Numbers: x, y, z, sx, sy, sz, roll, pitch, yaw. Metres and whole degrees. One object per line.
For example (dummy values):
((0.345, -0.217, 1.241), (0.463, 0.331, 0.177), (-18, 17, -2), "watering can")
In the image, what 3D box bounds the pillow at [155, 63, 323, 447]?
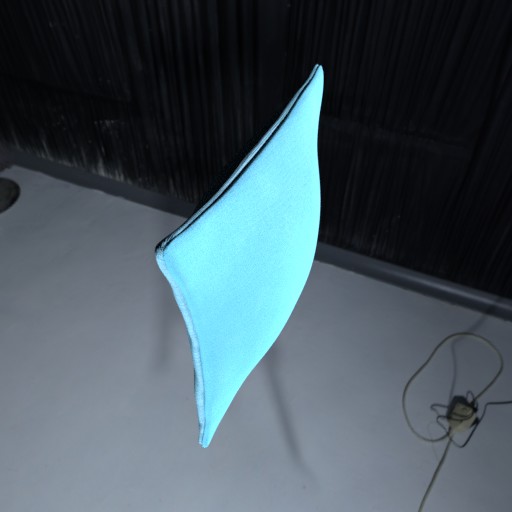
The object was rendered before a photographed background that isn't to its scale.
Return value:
((0.000, 0.000, 0.657), (0.151, 0.415, 0.433), (18, 48, 17), "pillow")
